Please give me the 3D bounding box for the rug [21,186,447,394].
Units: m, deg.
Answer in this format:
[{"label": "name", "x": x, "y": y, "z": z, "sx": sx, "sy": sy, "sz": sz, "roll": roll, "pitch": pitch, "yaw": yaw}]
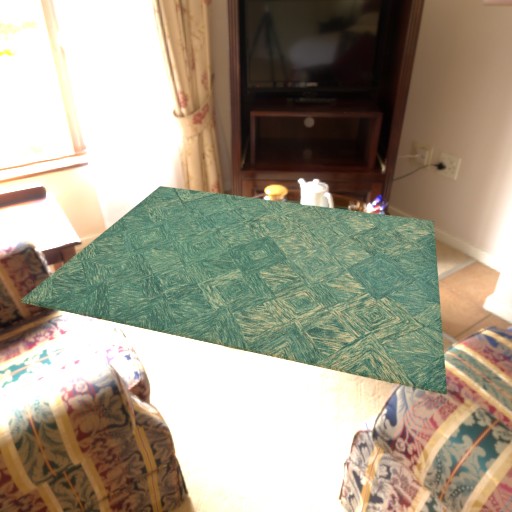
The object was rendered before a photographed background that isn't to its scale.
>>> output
[{"label": "rug", "x": 0.000, "y": 0.000, "z": 4.130, "sx": 3.217, "sy": 0.027, "sz": 2.405, "roll": 9, "pitch": 33, "yaw": 14}]
